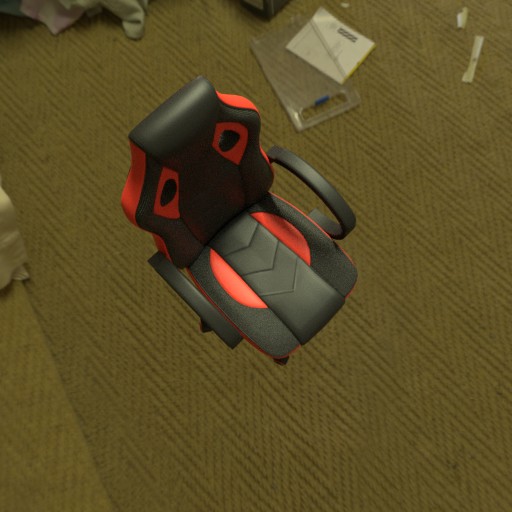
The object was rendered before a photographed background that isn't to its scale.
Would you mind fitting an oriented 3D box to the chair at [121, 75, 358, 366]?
[{"bbox_3d":[0.000,0.000,1.404,0.600,1.016,0.642,-44,80,-10],"label":"chair"}]
